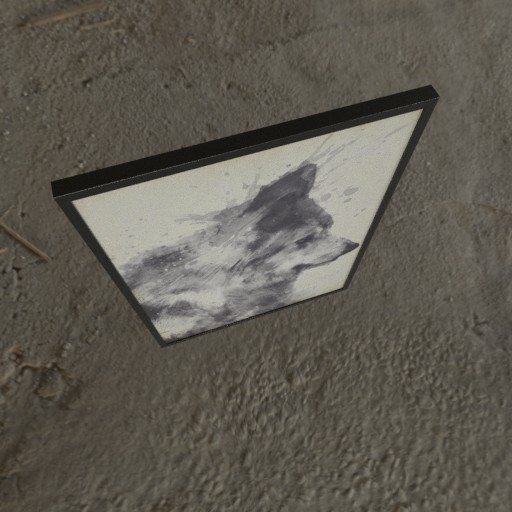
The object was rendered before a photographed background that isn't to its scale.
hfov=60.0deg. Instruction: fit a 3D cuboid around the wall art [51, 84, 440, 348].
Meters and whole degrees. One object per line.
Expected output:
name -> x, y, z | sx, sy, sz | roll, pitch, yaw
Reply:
wall art -> 0.000, 0.000, 1.358 | 0.804, 1.061, 0.039 | -17, 65, -8
